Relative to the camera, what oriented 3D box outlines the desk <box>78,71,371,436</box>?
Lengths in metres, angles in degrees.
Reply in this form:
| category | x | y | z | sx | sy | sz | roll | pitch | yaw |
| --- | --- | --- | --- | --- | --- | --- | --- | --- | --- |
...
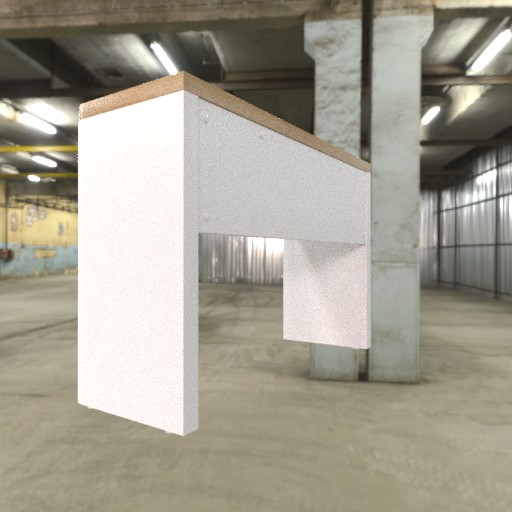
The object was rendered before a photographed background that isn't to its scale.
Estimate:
| category | x | y | z | sx | sy | sz | roll | pitch | yaw |
| --- | --- | --- | --- | --- | --- | --- | --- | --- | --- |
| desk | 0.000 | 0.000 | 1.477 | 0.390 | 0.760 | 1.100 | 0 | 0 | 34 |
